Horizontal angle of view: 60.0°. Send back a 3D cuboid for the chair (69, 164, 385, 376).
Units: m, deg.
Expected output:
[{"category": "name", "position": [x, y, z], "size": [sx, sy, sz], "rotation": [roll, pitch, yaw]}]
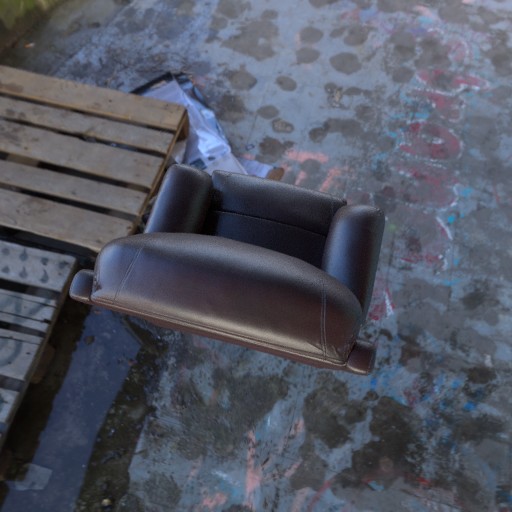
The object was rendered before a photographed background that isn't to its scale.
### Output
[{"category": "chair", "position": [0.000, 0.000, 1.738], "size": [0.930, 1.011, 0.899], "rotation": [13, 64, 7]}]
